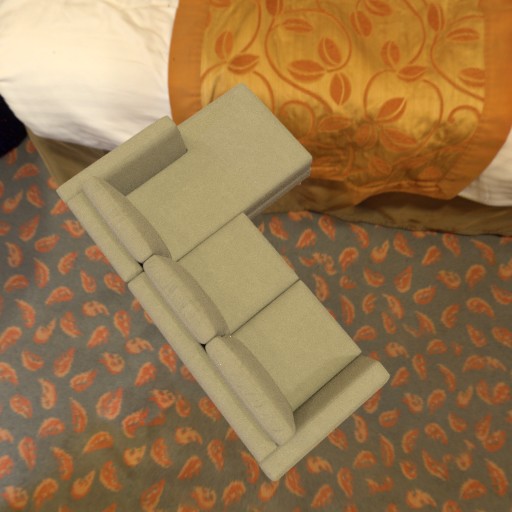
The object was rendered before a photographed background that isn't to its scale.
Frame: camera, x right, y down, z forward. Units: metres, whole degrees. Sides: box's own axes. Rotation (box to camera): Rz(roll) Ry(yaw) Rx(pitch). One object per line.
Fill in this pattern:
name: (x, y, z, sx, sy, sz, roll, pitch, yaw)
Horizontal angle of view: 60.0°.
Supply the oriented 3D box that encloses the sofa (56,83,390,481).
sofa: (0.000, 0.000, 3.040, 1.580, 0.860, 2.300, -38, 78, -9)
